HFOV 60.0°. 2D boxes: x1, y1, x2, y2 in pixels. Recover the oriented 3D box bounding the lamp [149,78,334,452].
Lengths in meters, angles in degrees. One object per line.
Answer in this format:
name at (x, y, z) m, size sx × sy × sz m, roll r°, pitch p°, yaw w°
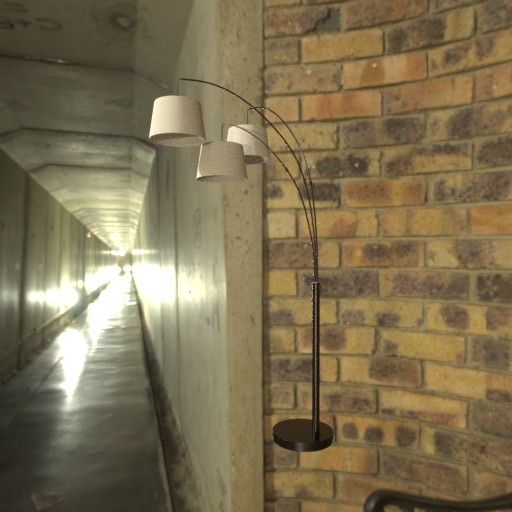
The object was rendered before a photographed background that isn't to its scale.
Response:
lamp at (0.000, 0.000, 2.526) m, size 0.924 × 1.950 × 0.951 m, roll 0°, pitch 1°, yaw 36°
